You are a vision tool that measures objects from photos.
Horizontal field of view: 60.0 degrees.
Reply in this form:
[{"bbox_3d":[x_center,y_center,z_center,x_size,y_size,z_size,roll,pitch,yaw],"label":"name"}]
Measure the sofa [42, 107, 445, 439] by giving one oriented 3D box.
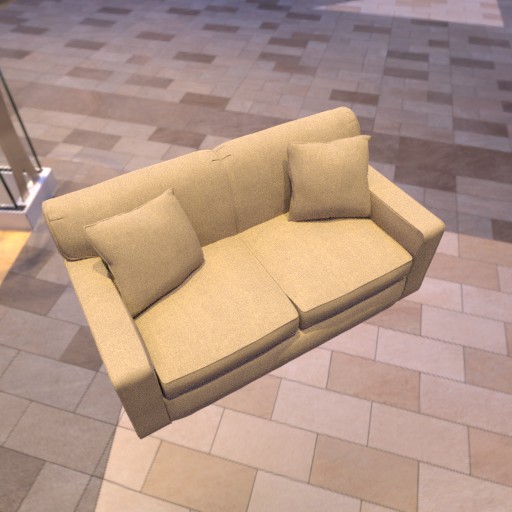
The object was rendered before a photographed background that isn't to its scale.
[{"bbox_3d":[0.000,0.000,2.440,1.846,0.958,0.998,-23,51,-20],"label":"sofa"}]
